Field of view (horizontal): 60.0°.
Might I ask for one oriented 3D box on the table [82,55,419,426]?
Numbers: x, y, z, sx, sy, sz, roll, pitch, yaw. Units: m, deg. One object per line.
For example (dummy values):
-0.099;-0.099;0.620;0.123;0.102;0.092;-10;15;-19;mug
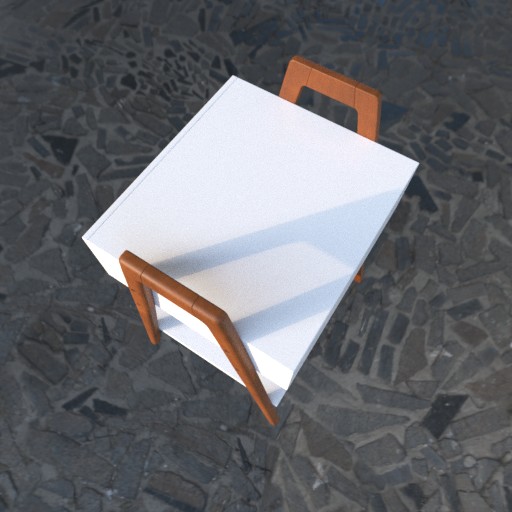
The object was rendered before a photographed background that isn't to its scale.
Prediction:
0.000;0.000;0.909;0.405;0.610;0.457;30;68;14;table
